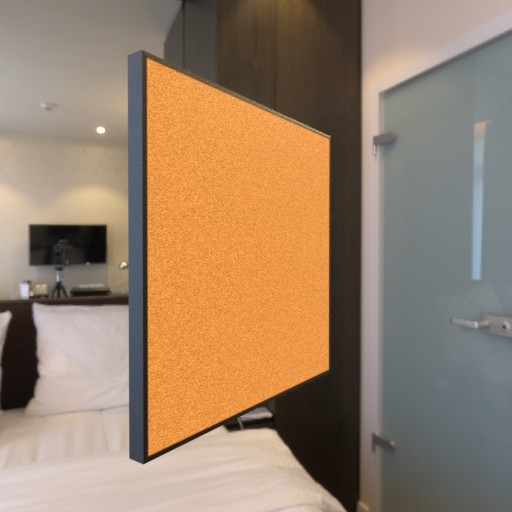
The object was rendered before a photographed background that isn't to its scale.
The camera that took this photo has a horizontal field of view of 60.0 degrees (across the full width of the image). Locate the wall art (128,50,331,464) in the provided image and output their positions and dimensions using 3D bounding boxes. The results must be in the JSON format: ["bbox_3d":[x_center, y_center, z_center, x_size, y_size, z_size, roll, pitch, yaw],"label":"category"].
[{"bbox_3d":[0.000,0.000,1.141,0.042,0.766,0.769,1,1,36],"label":"wall art"}]
